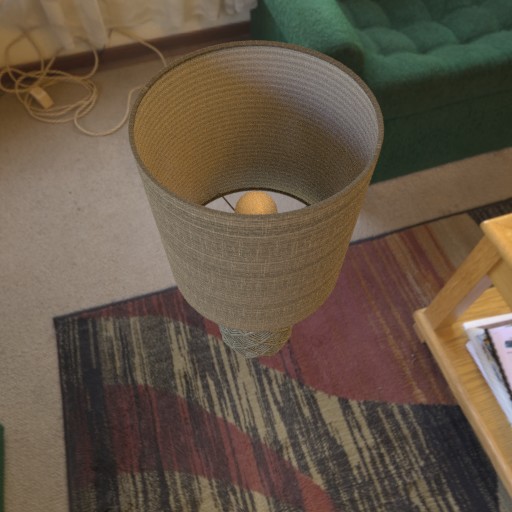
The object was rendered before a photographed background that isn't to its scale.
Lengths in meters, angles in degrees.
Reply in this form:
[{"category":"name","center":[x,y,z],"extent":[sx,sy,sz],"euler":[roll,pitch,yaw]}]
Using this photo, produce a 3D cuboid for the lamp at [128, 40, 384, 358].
[{"category":"lamp","center":[0.000,0.000,0.711],"extent":[0.269,0.566,0.268],"euler":[-31,63,-18]}]
